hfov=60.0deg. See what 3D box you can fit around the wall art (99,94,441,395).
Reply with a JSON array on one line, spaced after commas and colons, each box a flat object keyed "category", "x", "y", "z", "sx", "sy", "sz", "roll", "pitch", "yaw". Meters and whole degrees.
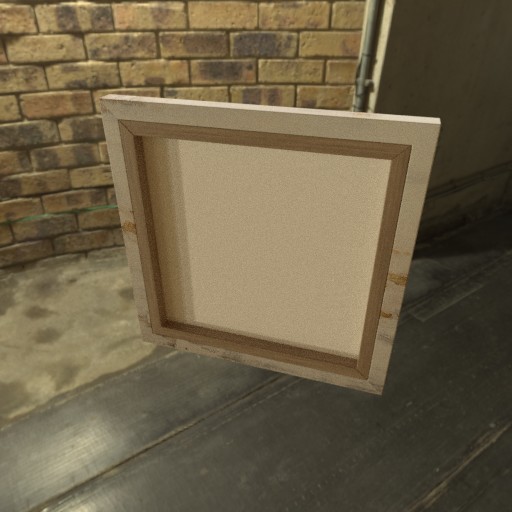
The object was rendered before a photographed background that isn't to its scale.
[{"category": "wall art", "x": 0.000, "y": 0.000, "z": 0.938, "sx": 0.611, "sy": 0.613, "sz": 0.040, "roll": 9, "pitch": 33, "yaw": 14}]
